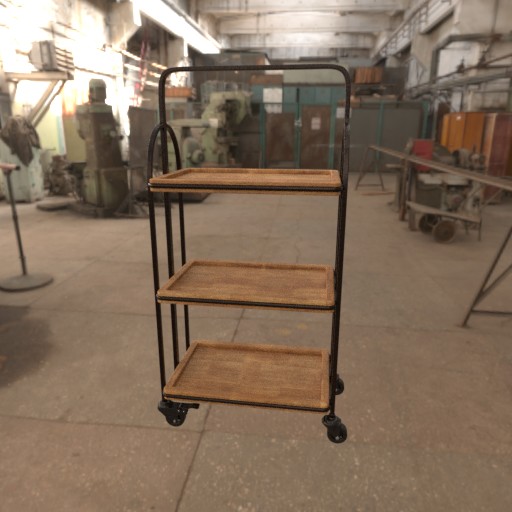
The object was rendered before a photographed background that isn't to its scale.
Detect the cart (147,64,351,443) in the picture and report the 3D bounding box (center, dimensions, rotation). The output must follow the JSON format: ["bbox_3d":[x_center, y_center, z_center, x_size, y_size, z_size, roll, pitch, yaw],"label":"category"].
[{"bbox_3d":[0.000,0.000,1.258,0.553,1.001,0.327,3,17,8],"label":"cart"}]
